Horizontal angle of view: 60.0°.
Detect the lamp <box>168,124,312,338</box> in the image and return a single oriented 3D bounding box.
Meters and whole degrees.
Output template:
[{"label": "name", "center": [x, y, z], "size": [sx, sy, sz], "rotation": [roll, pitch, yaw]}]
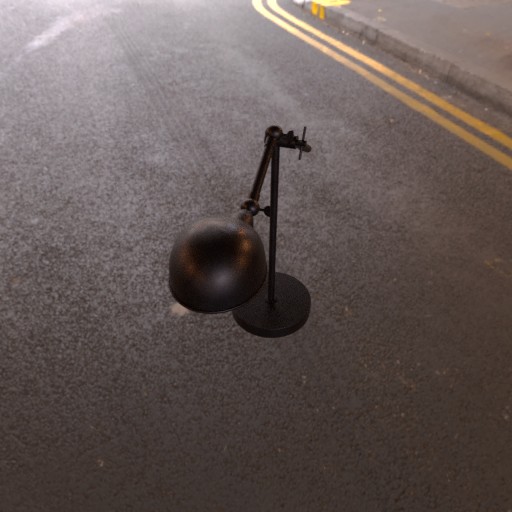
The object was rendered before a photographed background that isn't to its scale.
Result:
[{"label": "lamp", "center": [0.000, 0.000, 0.806], "size": [0.185, 0.495, 0.567], "rotation": [12, 42, 14]}]
